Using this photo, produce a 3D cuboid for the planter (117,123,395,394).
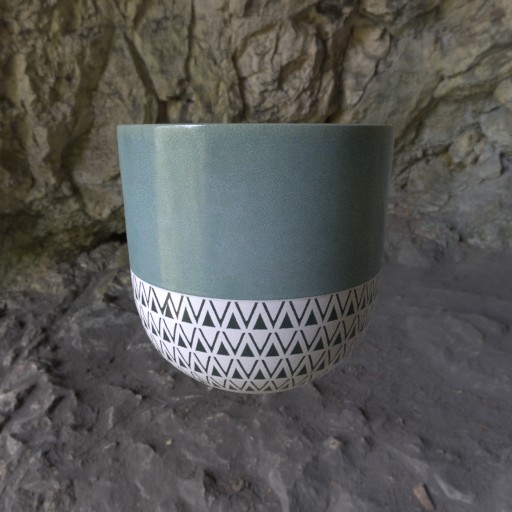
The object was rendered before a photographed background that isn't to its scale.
[{"bbox_3d":[0.000,0.000,0.478,0.266,0.270,0.266,0,16,0],"label":"planter"}]
